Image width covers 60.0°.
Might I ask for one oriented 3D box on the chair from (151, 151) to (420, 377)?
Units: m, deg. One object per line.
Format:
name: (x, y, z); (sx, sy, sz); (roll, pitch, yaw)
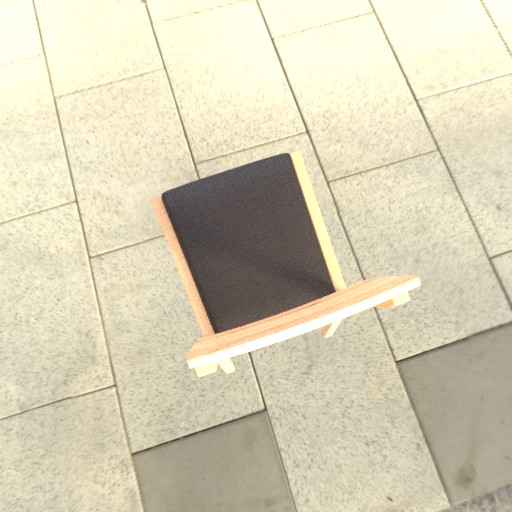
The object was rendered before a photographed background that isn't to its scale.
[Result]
chair: (0.000, 0.000, 1.275); (0.475, 0.950, 0.560); (-19, 76, -5)
